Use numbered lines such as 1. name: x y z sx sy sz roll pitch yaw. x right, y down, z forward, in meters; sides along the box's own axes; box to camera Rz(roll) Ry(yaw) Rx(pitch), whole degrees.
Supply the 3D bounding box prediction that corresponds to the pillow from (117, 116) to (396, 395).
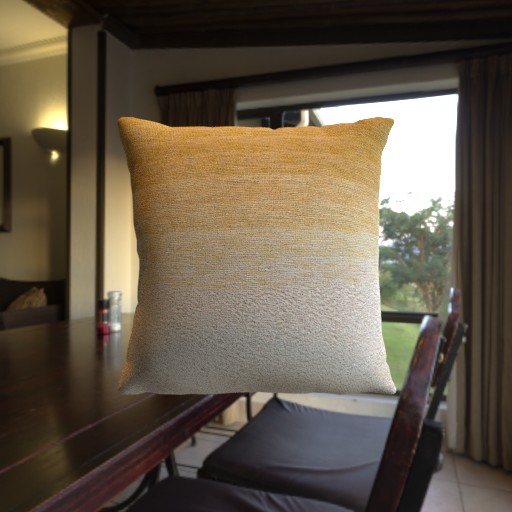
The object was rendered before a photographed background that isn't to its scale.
1. pillow: 0.000 0.000 0.719 0.450 0.450 0.211 0 0 1
